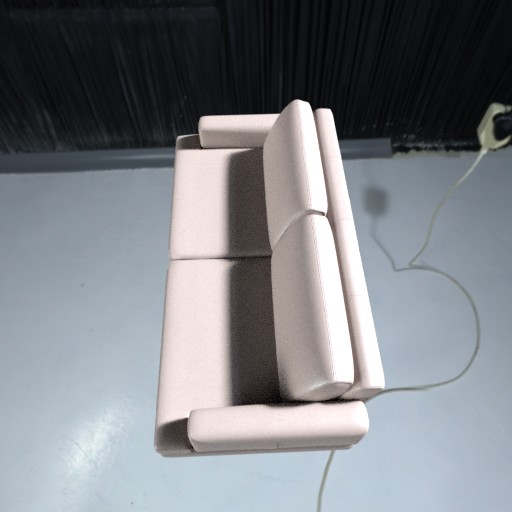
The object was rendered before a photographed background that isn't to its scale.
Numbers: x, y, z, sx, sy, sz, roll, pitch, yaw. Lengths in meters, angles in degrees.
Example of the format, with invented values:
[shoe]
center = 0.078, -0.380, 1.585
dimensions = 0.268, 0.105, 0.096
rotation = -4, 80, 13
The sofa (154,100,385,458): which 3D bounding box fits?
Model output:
[sofa]
center = 0.000, 0.000, 2.409
dimensions = 0.974, 0.765, 1.940
rotation = -2, 58, -1
